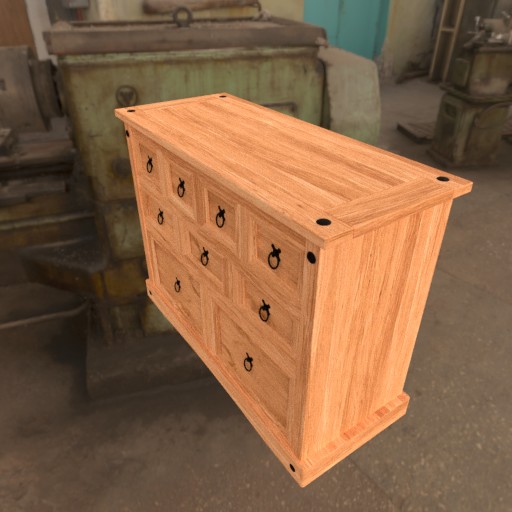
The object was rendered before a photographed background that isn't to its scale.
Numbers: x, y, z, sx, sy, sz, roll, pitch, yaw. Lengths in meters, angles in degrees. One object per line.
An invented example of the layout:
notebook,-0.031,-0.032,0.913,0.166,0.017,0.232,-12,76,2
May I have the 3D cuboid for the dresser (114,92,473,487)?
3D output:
dresser,0.000,0.000,1.359,0.410,0.740,0.990,-20,38,-29
